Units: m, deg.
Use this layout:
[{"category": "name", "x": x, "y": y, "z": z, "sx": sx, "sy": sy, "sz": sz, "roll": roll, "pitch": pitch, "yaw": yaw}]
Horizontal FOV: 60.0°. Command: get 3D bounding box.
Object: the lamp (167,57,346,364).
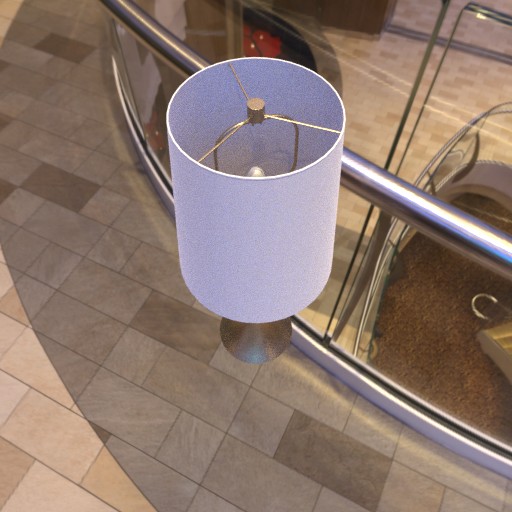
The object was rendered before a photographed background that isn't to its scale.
[{"category": "lamp", "x": 0.000, "y": 0.000, "z": 0.681, "sx": 0.231, "sy": 0.569, "sz": 0.231, "roll": 0, "pitch": 58, "yaw": 0}]
